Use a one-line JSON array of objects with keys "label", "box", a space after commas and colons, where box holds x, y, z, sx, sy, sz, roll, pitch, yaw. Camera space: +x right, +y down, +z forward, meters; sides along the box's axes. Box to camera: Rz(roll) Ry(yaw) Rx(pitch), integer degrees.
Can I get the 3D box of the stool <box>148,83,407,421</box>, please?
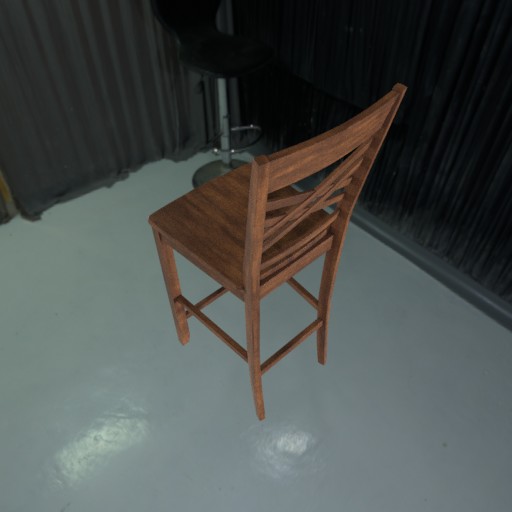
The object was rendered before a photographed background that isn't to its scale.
[{"label": "stool", "box": [0.000, 0.000, 1.346, 0.426, 1.098, 0.504, -33, 55, -28]}]
